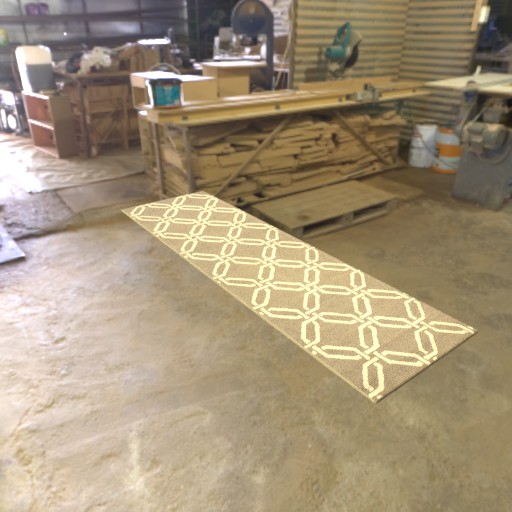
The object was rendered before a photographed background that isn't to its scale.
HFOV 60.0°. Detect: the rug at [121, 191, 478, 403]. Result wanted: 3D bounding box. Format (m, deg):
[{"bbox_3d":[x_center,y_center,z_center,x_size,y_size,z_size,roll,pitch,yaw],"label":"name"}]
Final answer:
[{"bbox_3d":[0.000,0.000,2.524,0.678,0.014,2.276,-19,33,-32],"label":"rug"}]
